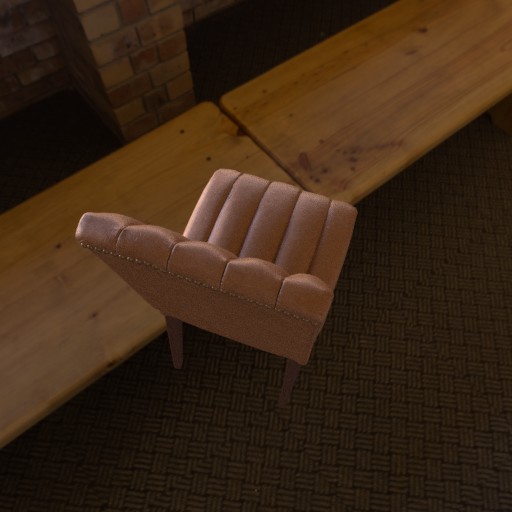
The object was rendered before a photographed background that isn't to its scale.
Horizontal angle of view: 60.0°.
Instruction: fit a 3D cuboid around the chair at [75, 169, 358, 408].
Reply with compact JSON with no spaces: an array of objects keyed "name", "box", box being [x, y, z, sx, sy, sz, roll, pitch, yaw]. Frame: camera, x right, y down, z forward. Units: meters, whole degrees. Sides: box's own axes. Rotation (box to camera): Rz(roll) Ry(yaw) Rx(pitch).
[{"name":"chair","box":[0.000,0.000,1.336,0.511,1.016,0.647,18,64,9]}]
